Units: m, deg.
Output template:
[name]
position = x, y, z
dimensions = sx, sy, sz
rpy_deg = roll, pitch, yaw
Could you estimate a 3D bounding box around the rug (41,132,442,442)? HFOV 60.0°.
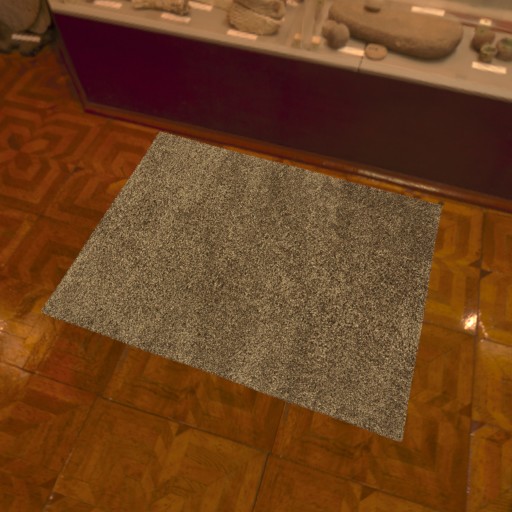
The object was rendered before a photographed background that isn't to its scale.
[rug]
position = 0.000, 0.000, 2.121
dimensions = 1.601, 0.025, 1.198
rpy_deg = 17, 60, 10
